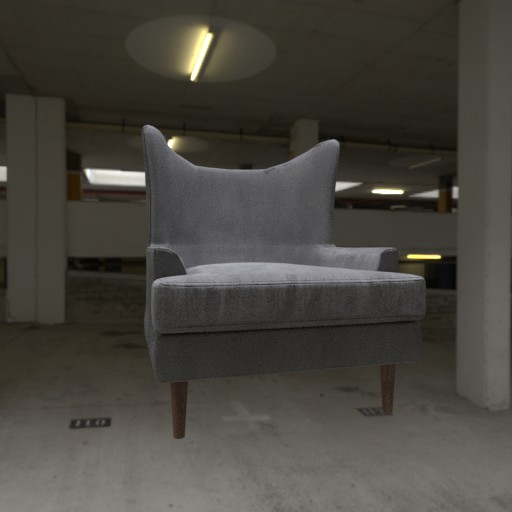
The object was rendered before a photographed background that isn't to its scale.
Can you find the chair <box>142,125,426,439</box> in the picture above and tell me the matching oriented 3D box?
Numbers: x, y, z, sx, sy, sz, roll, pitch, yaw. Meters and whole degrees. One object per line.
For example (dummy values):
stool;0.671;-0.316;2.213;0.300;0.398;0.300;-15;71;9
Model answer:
chair;0.000;0.000;1.596;0.784;0.950;0.906;0;1;-16
